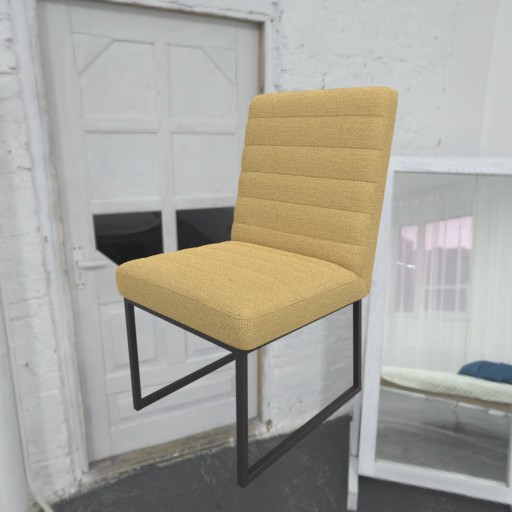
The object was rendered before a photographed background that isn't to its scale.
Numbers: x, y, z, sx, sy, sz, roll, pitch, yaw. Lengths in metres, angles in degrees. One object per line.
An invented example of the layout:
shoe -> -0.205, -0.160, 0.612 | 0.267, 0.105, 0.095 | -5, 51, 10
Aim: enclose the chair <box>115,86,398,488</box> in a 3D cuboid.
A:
chair -> 0.000, 0.000, 1.281 | 0.520, 0.930, 0.634 | 14, 21, 40
